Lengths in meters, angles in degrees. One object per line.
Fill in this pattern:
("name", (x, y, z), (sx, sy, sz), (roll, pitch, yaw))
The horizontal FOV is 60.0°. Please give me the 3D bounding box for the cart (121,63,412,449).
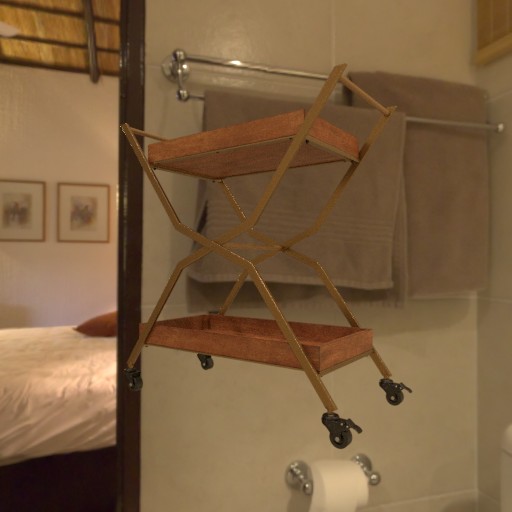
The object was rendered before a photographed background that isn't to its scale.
("cart", (0.000, 0.000, 1.368), (0.836, 0.869, 0.405), (0, -1, 36))
